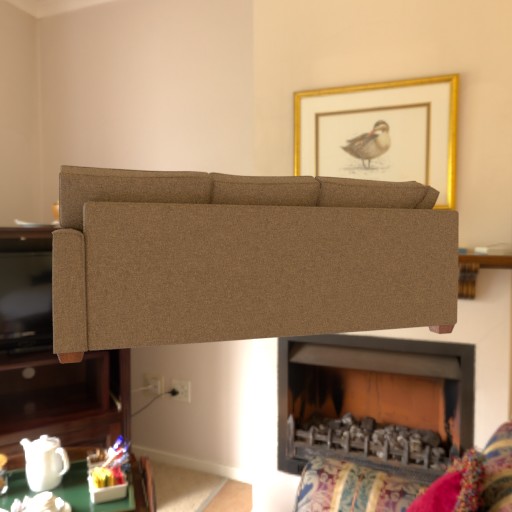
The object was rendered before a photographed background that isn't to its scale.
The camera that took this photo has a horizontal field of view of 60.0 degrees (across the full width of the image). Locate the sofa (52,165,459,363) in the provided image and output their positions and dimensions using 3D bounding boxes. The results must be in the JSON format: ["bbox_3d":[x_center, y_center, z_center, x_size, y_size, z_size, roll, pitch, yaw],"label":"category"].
[{"bbox_3d":[0.000,0.000,2.880,2.317,0.962,1.061,-1,2,-17],"label":"sofa"}]
